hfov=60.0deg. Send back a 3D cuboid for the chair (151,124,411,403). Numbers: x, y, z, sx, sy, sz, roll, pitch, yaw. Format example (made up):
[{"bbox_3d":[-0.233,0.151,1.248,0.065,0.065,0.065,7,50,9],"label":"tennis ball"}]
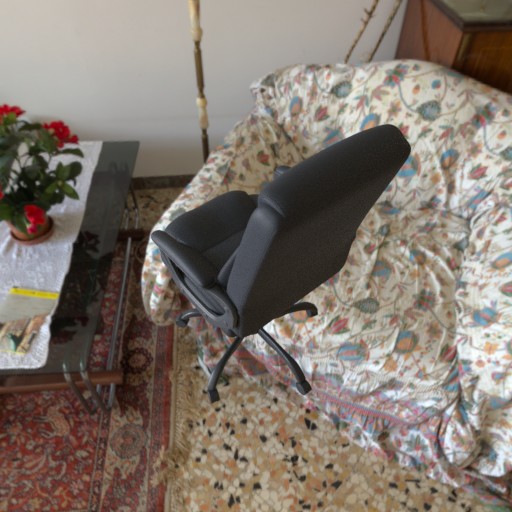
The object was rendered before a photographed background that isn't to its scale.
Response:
[{"bbox_3d":[0.000,0.000,1.486,0.615,1.072,0.655,-32,54,-27],"label":"chair"}]
